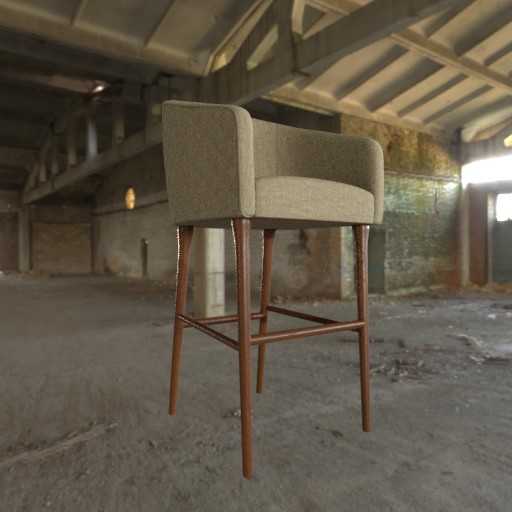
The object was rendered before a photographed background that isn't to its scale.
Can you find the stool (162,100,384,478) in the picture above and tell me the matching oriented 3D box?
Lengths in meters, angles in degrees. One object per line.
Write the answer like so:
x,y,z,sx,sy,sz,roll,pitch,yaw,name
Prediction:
0.000,0.000,1.433,0.559,1.078,0.607,0,1,-37,stool
